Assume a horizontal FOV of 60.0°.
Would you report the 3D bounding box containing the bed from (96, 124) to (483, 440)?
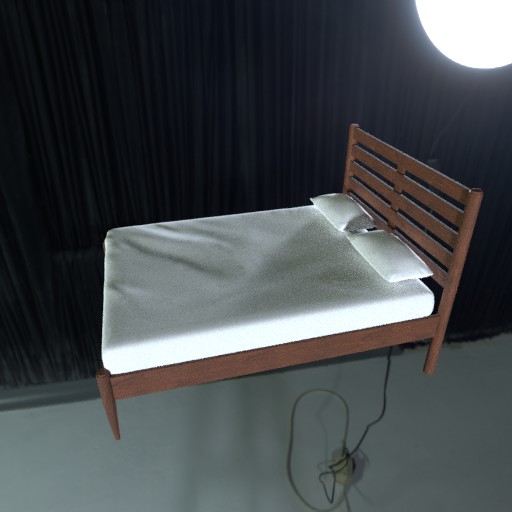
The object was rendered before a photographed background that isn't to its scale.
[{"bbox_3d":[0.000,0.000,3.037,2.093,1.304,1.509,-8,31,-13],"label":"bed"}]
